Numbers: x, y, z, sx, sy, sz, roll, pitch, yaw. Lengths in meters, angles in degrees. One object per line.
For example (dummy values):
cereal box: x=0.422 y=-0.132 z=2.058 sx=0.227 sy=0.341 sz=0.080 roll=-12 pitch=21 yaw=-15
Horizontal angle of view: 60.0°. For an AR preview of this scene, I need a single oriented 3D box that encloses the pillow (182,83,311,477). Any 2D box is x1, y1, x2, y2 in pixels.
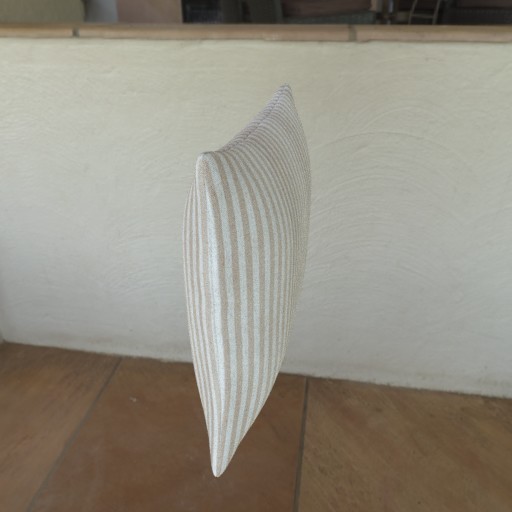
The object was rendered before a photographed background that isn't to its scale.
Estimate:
pillow: x=0.000 y=0.000 z=0.783 sx=0.166 sy=0.510 sz=0.523 roll=6 pitch=30 yaw=11
